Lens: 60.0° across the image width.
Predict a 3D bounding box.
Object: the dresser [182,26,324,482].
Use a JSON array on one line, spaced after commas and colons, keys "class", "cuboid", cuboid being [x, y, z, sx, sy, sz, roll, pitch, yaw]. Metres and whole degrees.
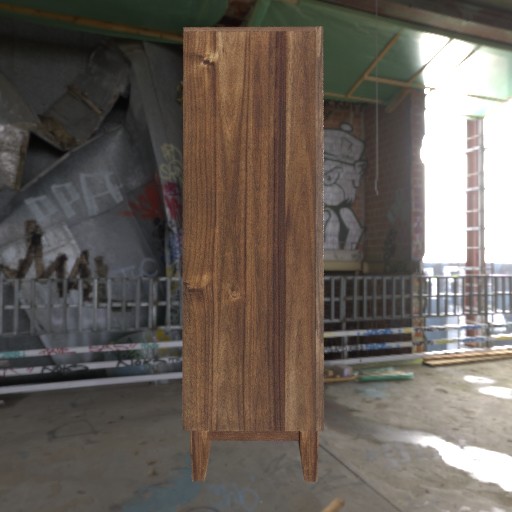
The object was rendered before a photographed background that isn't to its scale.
[{"class": "dresser", "cuboid": [0.000, 0.000, 1.882, 0.442, 1.393, 1.062, 0, -1, 0]}]
